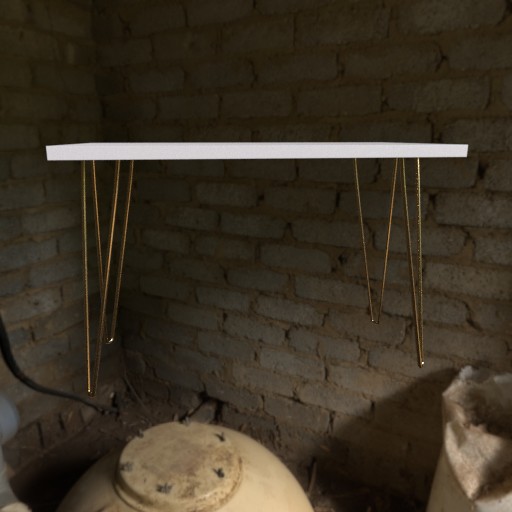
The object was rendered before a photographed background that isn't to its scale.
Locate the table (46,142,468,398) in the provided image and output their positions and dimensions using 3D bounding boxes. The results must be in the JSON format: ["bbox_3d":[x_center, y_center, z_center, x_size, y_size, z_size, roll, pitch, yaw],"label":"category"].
[{"bbox_3d":[0.000,0.000,1.346,0.991,0.660,0.498,-2,15,-9],"label":"table"}]
